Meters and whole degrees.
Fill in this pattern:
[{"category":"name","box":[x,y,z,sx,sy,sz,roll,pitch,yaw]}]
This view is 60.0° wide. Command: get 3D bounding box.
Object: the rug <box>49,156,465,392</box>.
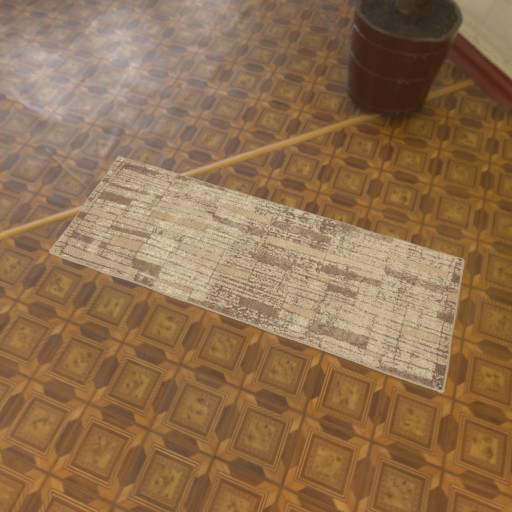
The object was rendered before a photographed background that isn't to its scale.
[{"category":"rug","box":[0.000,0.000,2.688,2.383,0.018,0.857,18,61,10]}]
